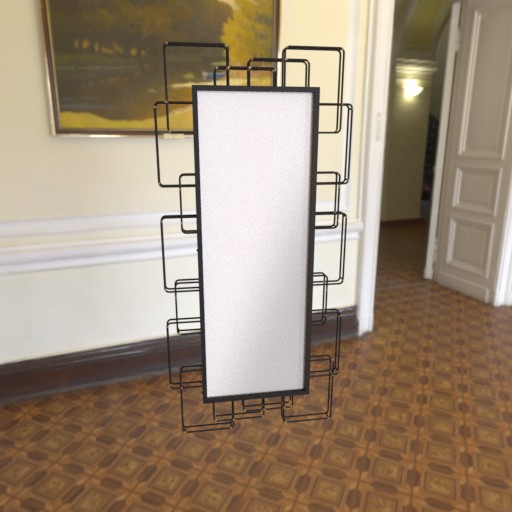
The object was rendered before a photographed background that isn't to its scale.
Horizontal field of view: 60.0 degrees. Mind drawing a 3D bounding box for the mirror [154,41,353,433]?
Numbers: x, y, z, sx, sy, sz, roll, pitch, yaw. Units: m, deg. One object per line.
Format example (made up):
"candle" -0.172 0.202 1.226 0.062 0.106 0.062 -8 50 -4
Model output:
"mirror" 0.000 0.000 1.367 0.565 1.192 0.037 -2 15 -9
